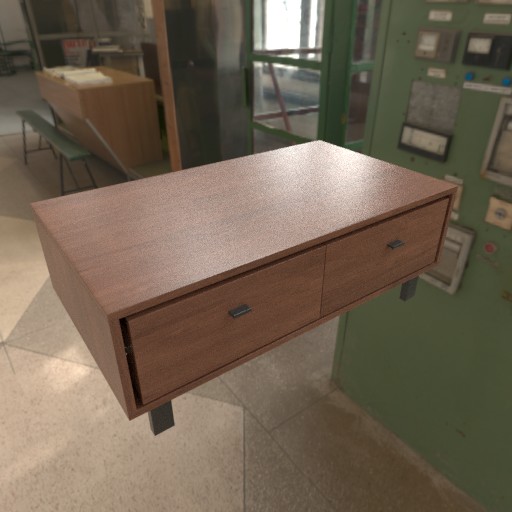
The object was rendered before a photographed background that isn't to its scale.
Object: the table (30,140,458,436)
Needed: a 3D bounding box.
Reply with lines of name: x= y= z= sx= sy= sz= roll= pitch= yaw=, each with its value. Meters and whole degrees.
table: x=0.000 y=0.000 z=1.296 sx=1.020 sy=0.380 sz=0.600 roll=-20 pitch=36 yaw=-30
